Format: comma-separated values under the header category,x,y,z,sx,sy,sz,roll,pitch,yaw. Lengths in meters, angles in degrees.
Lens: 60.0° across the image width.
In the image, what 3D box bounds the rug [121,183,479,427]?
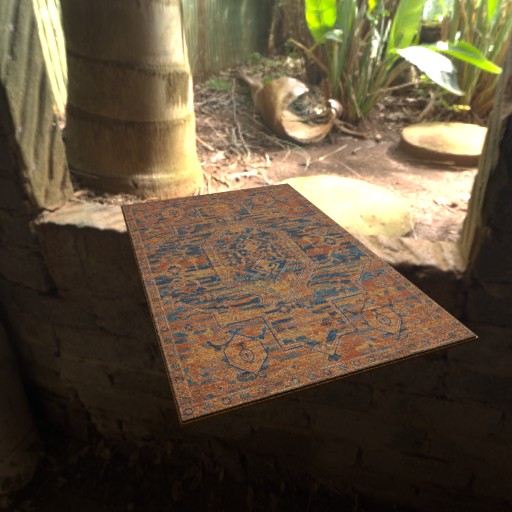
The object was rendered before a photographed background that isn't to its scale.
category,x,y,z,sx,sy,sz,roll,pitch,yaw
rug,0.000,0.000,1.082,0.557,0.008,0.863,-10,31,-18
